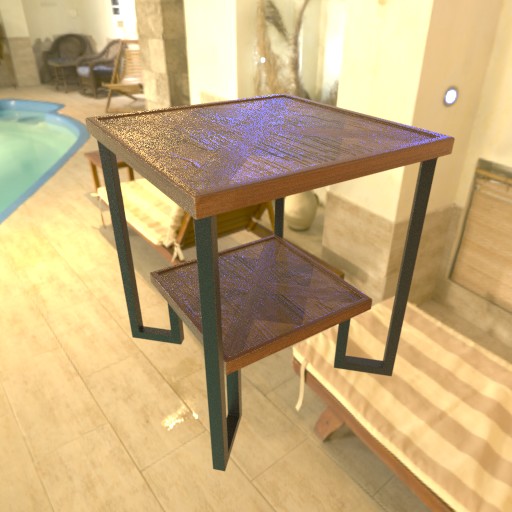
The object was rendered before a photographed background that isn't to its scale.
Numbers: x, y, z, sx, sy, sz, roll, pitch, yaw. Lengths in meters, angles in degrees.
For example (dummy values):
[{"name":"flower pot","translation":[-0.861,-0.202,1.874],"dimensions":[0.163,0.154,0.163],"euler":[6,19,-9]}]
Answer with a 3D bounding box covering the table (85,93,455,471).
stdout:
[{"name":"table","translation":[0.000,0.000,0.976],"dimensions":[0.503,0.563,0.503],"euler":[-18,35,-28]}]
